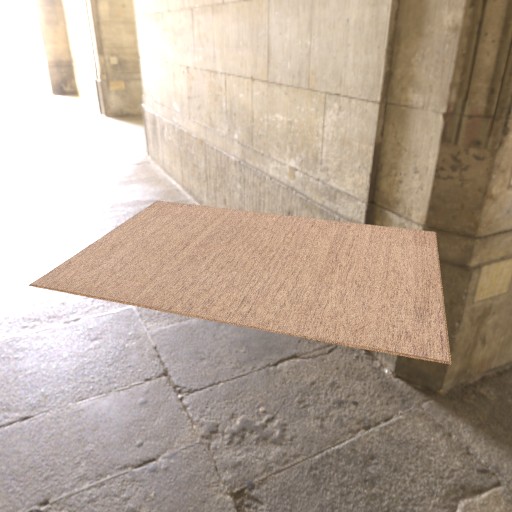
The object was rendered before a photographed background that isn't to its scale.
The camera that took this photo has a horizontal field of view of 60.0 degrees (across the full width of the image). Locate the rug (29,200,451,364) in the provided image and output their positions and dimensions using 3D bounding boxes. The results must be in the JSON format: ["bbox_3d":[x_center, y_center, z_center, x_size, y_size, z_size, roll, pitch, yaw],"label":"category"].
[{"bbox_3d":[0.000,0.000,2.344,1.840,0.013,1.225,8,28,16],"label":"rug"}]
